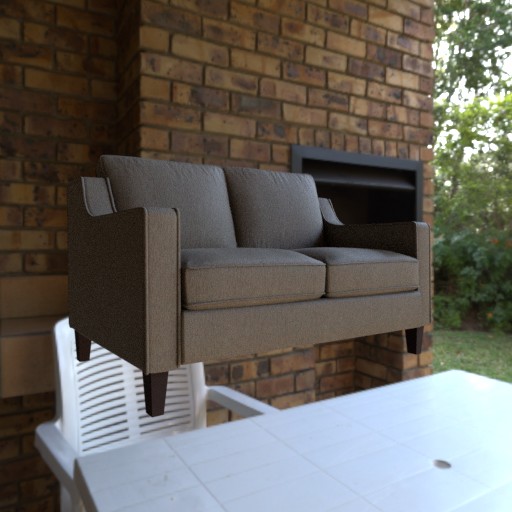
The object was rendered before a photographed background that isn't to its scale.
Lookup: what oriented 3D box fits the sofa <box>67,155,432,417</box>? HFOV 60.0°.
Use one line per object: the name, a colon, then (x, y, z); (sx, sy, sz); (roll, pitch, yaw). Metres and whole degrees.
sofa: (0.000, 0.000, 2.139); (1.503, 0.981, 0.985); (-1, 1, -36)
